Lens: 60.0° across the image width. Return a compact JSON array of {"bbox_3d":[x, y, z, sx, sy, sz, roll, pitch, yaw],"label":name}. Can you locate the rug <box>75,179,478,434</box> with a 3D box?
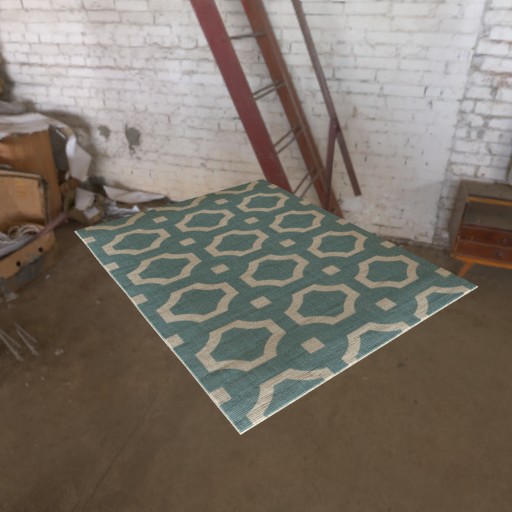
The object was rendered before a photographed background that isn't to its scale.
[{"bbox_3d":[0.000,0.000,4.207,2.466,0.021,3.049,-21,37,-30],"label":"rug"}]
